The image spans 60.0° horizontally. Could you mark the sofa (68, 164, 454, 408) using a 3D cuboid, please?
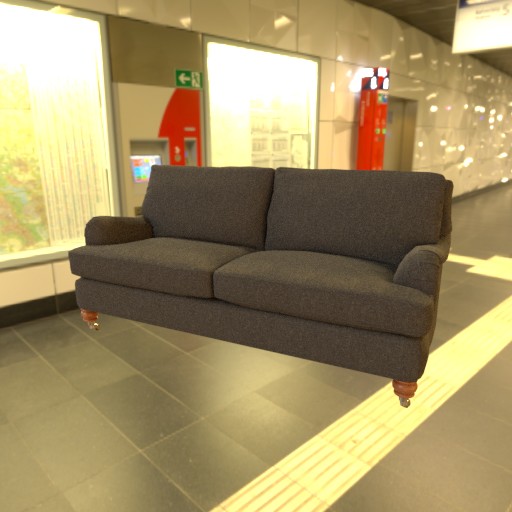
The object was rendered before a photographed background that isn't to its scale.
[{"bbox_3d":[0.000,0.000,2.736,2.160,1.054,1.087,7,16,26],"label":"sofa"}]
